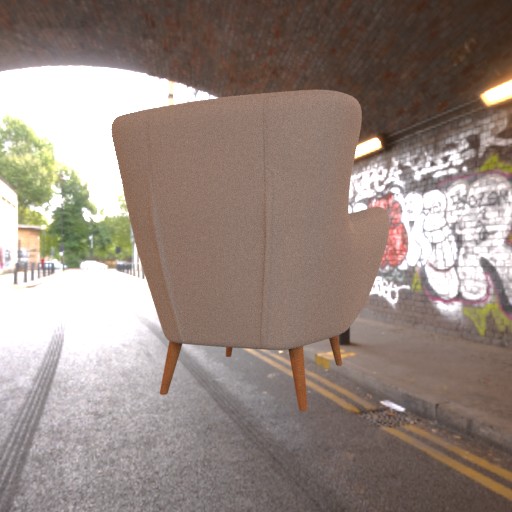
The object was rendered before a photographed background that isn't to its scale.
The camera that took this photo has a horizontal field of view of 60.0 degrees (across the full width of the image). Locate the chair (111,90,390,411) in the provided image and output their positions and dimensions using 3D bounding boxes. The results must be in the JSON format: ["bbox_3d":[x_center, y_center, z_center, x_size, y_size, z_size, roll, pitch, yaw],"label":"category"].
[{"bbox_3d":[0.000,0.000,1.587,0.890,0.889,0.889,0,-1,19],"label":"chair"}]
